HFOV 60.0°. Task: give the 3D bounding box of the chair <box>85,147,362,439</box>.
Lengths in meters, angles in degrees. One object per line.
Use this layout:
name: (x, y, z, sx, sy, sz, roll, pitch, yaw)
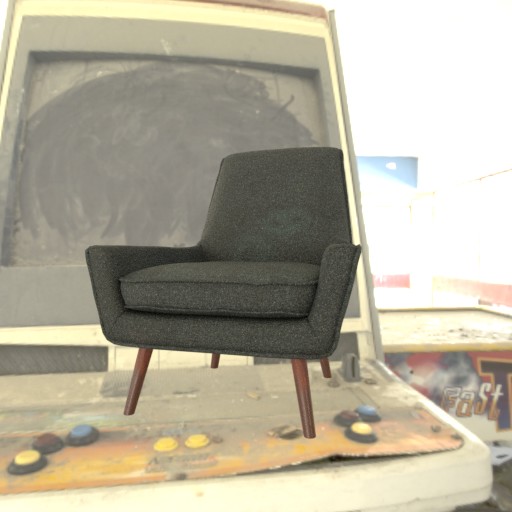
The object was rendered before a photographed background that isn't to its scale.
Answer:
chair: (0.000, 0.000, 1.522, 0.763, 0.883, 0.859, 0, 0, 17)
